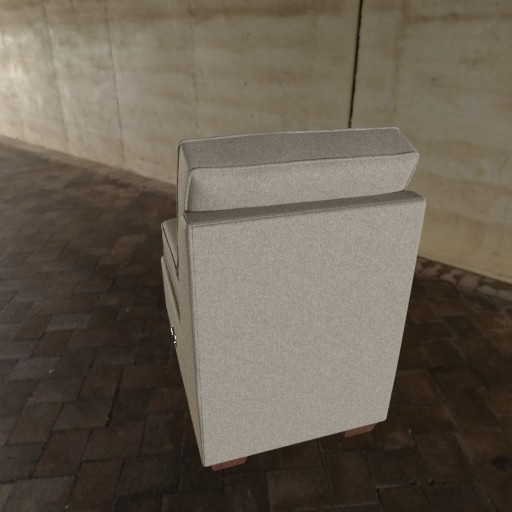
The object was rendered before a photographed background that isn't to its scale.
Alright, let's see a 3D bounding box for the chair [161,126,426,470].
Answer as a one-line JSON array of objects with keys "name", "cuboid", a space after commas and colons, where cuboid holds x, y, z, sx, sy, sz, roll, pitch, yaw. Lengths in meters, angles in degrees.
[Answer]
[{"name": "chair", "cuboid": [0.000, 0.000, 1.694, 0.674, 1.058, 1.020, -8, 27, -15]}]
